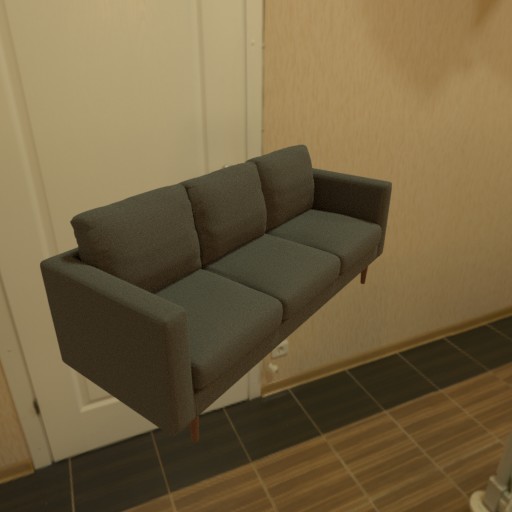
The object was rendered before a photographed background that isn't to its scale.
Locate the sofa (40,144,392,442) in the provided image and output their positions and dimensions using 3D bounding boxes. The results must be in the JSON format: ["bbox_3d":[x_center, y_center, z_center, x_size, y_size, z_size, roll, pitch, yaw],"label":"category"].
[{"bbox_3d":[0.000,0.000,2.491,0.802,0.912,2.029,18,31,33],"label":"sofa"}]
